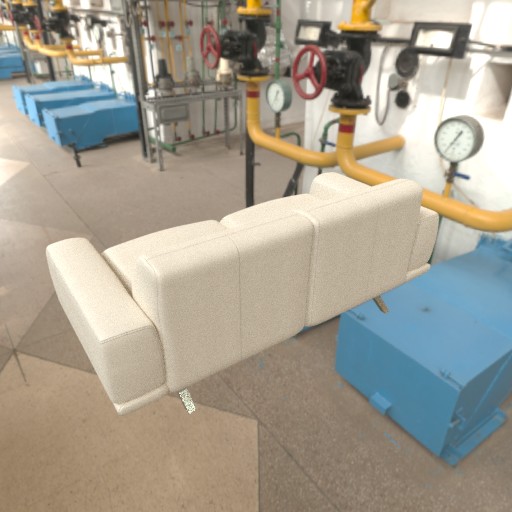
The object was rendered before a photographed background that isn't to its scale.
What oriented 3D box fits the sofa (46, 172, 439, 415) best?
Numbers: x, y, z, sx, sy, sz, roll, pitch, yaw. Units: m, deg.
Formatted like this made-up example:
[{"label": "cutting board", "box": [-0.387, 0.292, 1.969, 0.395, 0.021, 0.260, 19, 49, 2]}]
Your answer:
[{"label": "sofa", "box": [0.000, 0.000, 2.361, 1.901, 0.772, 0.900, -19, 35, -30]}]
